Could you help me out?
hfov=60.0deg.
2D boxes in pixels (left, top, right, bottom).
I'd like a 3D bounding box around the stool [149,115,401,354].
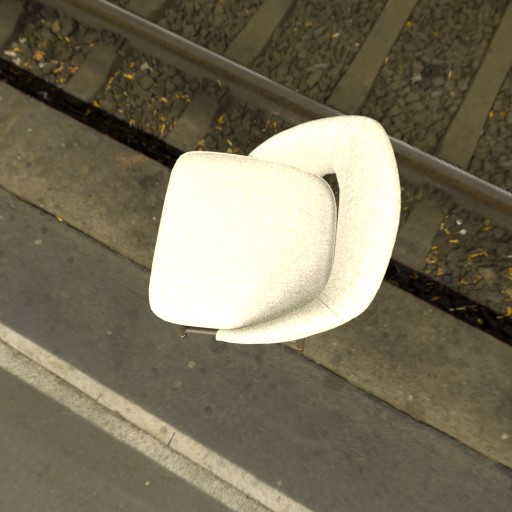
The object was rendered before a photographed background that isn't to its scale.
[{"bbox_3d":[0.000,0.000,1.227,0.509,0.940,0.494,7,76,2],"label":"stool"}]
